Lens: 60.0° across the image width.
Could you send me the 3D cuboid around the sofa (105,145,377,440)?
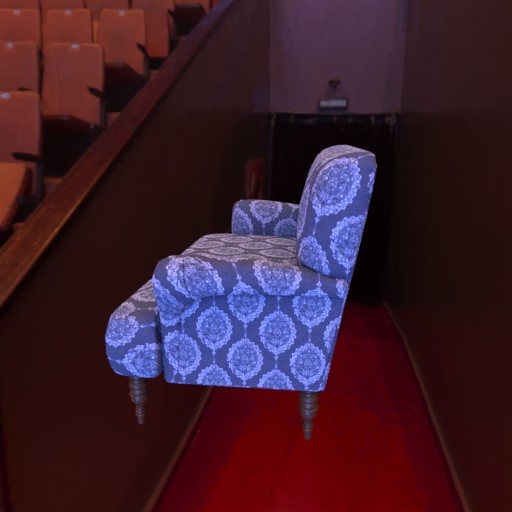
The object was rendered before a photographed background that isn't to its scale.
[{"bbox_3d":[0.000,0.000,1.812,0.779,0.867,1.297,2,15,8],"label":"sofa"}]
